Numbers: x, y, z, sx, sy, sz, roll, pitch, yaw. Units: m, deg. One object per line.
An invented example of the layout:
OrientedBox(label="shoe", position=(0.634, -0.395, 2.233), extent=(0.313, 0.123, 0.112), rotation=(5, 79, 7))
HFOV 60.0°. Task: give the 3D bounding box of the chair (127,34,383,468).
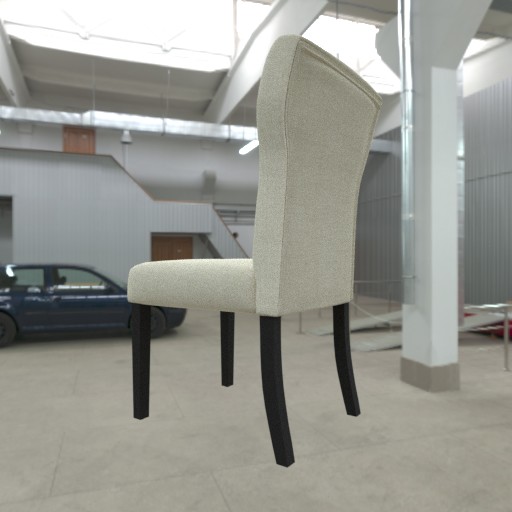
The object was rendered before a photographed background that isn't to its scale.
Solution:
OrientedBox(label="chair", position=(0.000, 0.000, 1.255), extent=(0.597, 0.921, 0.509), rotation=(0, 0, 36))
